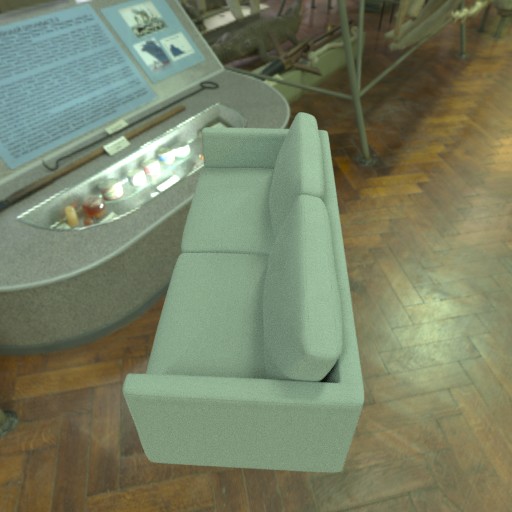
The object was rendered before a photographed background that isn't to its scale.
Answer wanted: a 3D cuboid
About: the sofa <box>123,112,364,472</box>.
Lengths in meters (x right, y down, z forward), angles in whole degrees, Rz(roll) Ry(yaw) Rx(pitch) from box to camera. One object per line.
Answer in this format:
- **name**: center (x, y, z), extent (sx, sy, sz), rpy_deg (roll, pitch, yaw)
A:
- **sofa**: center (0.000, 0.000, 2.640), extent (0.951, 0.965, 2.208), rpy_deg (2, 42, 2)
